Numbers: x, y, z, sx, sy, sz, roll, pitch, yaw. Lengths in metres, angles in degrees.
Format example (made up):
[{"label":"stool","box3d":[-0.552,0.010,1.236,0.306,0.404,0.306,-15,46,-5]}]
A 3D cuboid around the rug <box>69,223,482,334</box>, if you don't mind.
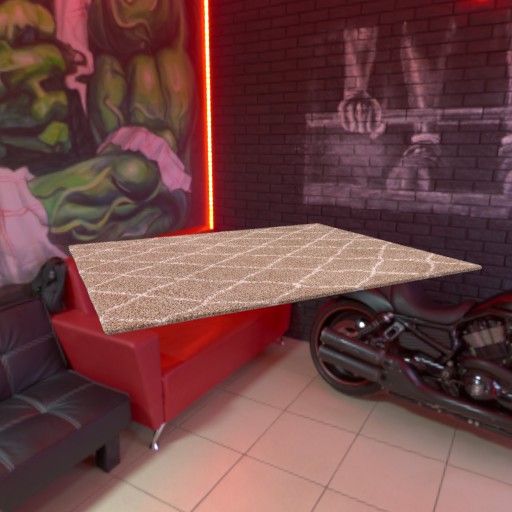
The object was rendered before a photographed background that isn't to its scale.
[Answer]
[{"label":"rug","box3d":[0.000,0.000,4.113,3.047,0.029,2.438,-7,15,-26]}]
